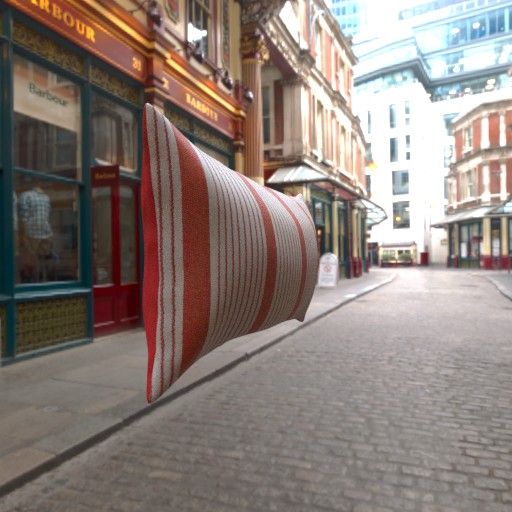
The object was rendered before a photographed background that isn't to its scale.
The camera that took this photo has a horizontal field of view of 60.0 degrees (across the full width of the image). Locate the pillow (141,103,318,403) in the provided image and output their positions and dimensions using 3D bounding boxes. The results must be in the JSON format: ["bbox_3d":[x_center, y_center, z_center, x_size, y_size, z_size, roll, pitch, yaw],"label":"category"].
[{"bbox_3d":[0.000,0.000,0.720,0.151,0.297,0.608,0,-1,20],"label":"pillow"}]
